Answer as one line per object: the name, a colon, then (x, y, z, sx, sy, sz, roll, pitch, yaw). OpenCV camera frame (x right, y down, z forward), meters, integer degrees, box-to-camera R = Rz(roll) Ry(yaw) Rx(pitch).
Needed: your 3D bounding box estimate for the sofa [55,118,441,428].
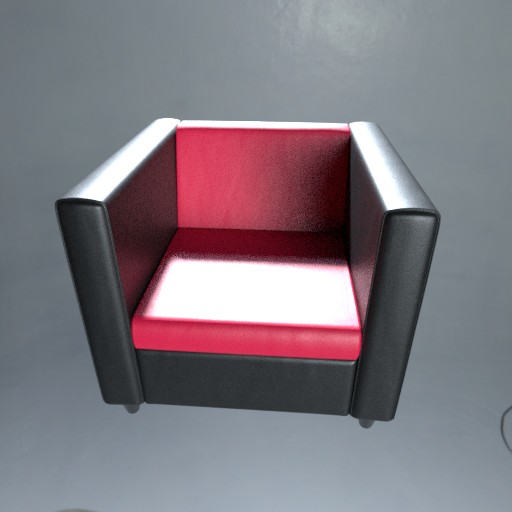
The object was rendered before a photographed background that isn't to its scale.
sofa: (0.000, 0.000, 1.449, 0.839, 0.724, 0.809, 2, 30, 4)
